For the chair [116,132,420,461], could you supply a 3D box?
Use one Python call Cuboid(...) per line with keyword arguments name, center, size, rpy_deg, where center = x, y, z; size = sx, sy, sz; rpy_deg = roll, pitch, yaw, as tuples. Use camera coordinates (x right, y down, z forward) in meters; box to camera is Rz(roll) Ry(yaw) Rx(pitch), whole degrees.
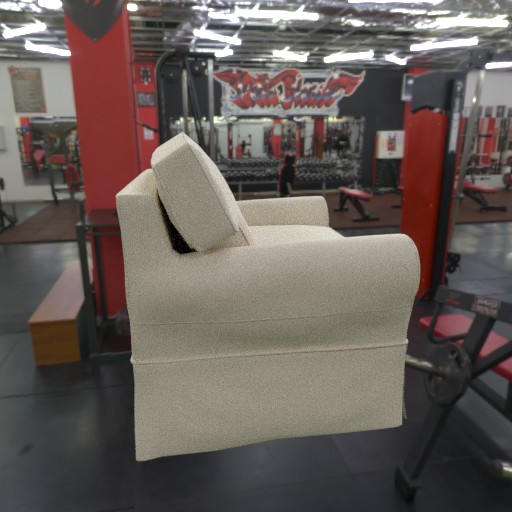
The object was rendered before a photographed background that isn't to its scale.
Cuboid(name="chair", center=(0.000, 0.000, 1.780), size=(0.904, 0.958, 1.099), rpy_deg=(-2, 16, -8))
